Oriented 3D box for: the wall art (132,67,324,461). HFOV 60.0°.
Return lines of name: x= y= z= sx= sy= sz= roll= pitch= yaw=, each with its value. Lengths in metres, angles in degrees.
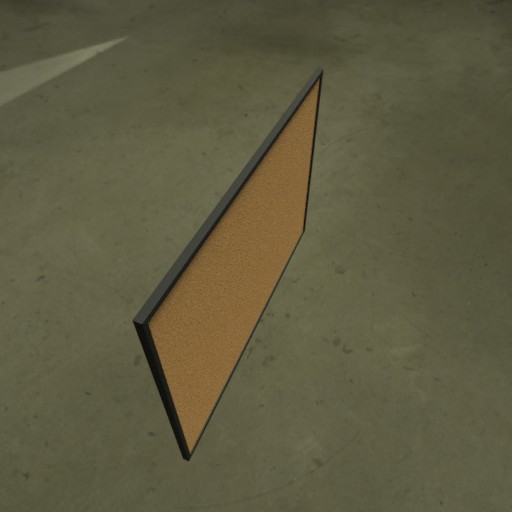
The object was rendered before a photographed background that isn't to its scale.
wall art: x=0.000 y=0.000 z=0.861 sx=0.013 sy=0.458 sz=0.664 roll=18 pitch=50 yaw=15
